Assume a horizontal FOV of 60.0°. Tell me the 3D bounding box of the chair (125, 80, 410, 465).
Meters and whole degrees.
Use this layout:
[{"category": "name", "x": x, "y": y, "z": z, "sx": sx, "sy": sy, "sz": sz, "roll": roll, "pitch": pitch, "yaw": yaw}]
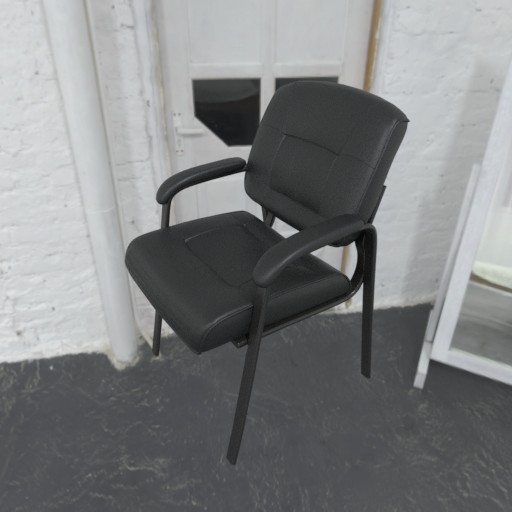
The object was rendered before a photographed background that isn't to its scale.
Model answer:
[{"category": "chair", "x": 0.000, "y": 0.000, "z": 1.322, "sx": 0.668, "sy": 0.910, "sz": 0.591, "roll": -20, "pitch": 37, "yaw": -29}]
